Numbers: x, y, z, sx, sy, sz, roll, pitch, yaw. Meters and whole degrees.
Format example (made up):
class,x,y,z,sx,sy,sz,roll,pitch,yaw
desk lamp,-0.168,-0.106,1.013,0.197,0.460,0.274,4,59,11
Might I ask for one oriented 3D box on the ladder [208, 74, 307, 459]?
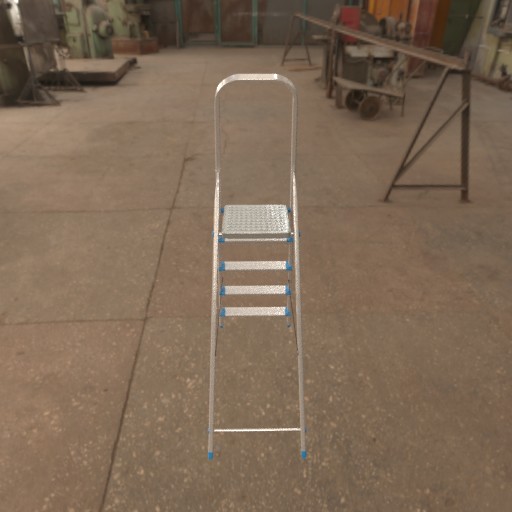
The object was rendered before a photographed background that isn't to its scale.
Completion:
class,x,y,z,sx,sy,sz,roll,pitch,yaw
ladder,0.000,0.000,2.098,0.468,1.648,0.990,0,31,-1
